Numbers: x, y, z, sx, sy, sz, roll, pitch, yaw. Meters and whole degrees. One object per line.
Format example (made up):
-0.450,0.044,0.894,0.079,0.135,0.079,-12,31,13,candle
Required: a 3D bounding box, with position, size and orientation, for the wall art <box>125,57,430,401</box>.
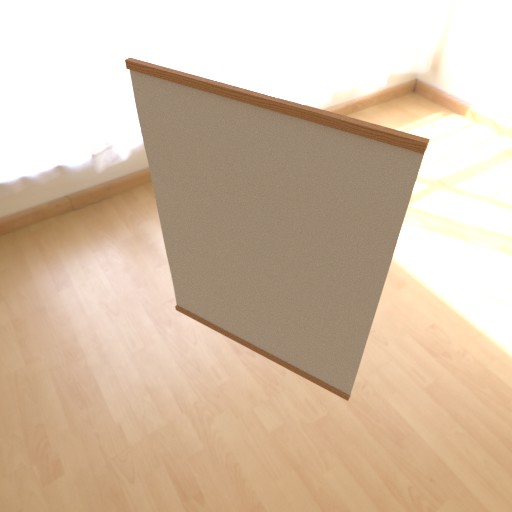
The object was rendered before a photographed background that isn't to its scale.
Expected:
0.000,0.000,0.800,0.458,0.605,0.011,23,49,22,wall art
